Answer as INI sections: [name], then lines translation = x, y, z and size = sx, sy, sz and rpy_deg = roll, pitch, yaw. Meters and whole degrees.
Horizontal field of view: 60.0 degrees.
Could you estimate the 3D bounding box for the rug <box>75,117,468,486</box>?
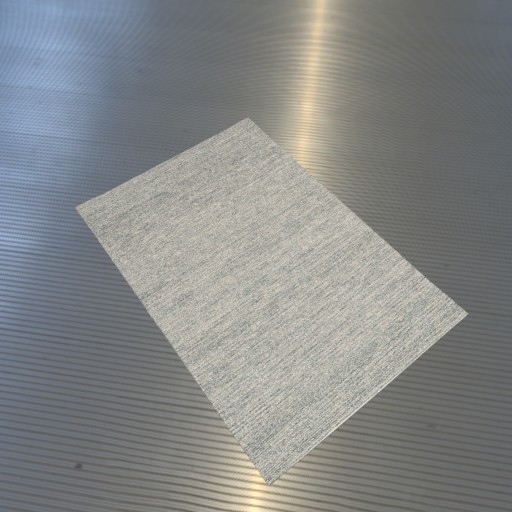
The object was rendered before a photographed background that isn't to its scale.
[rug]
translation = 0.000, 0.000, 3.047
size = 1.616, 0.030, 2.338
rpy_deg = -33, 63, -19
